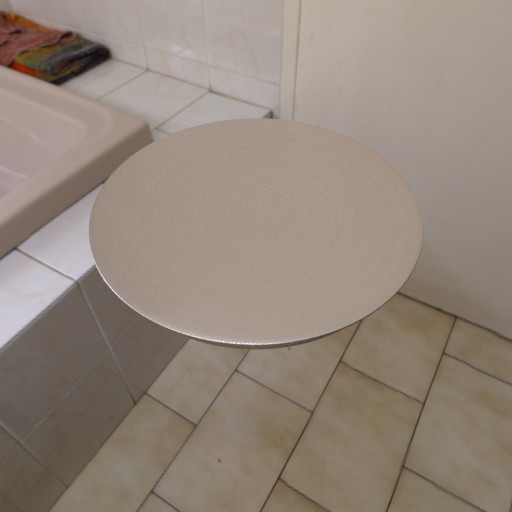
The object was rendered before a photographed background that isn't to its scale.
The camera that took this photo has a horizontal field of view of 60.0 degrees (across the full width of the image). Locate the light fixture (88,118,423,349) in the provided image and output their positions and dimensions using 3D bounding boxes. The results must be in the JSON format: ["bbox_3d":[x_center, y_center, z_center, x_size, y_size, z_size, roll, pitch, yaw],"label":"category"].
[{"bbox_3d":[0.000,0.000,0.430,0.280,0.135,0.280,0,47,0],"label":"light fixture"}]
